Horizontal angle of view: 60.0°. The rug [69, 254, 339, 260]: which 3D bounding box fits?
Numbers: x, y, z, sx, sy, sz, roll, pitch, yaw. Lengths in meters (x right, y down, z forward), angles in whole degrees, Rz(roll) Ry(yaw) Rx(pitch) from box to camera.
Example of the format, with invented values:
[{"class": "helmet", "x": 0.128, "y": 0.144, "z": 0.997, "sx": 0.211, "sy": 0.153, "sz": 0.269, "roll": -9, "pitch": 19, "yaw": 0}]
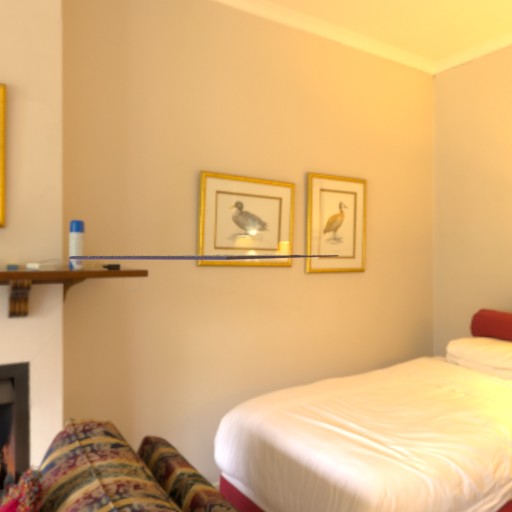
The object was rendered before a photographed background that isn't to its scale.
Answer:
[{"class": "rug", "x": 0.000, "y": 0.000, "z": 2.526, "sx": 0.602, "sy": 0.016, "sz": 2.283, "roll": 0, "pitch": 0, "yaw": 19}]
